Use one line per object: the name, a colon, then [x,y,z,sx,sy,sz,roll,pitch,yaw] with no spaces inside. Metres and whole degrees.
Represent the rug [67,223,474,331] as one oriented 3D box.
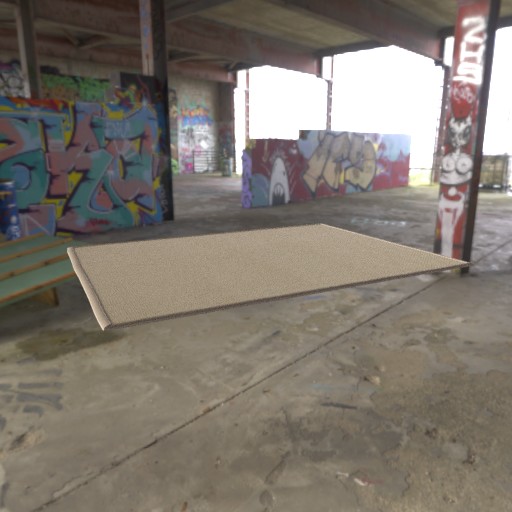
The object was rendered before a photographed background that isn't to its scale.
rug: [0.000,0.000,2.762,2.081,0.020,1.525,-7,16,-26]
